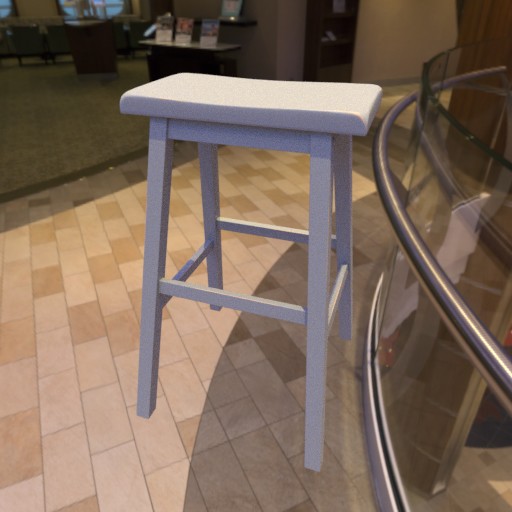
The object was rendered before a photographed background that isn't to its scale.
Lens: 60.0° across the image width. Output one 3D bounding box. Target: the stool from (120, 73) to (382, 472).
[{"bbox_3d":[0.000,0.000,1.025,0.457,0.737,0.476,10,33,16],"label":"stool"}]
